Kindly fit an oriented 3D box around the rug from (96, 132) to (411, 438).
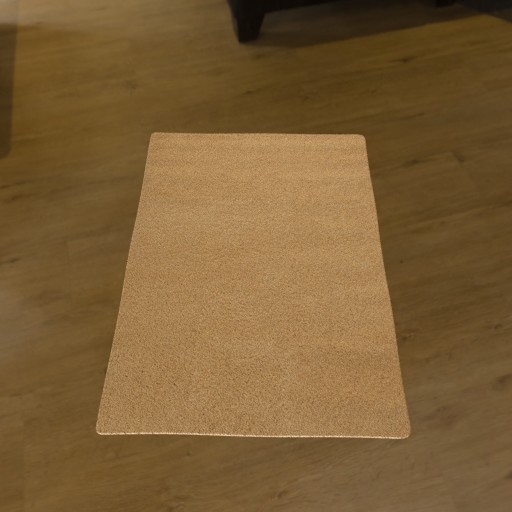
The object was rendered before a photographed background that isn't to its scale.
[{"bbox_3d":[0.000,0.000,2.094,1.199,0.025,1.600,1,59,0],"label":"rug"}]
